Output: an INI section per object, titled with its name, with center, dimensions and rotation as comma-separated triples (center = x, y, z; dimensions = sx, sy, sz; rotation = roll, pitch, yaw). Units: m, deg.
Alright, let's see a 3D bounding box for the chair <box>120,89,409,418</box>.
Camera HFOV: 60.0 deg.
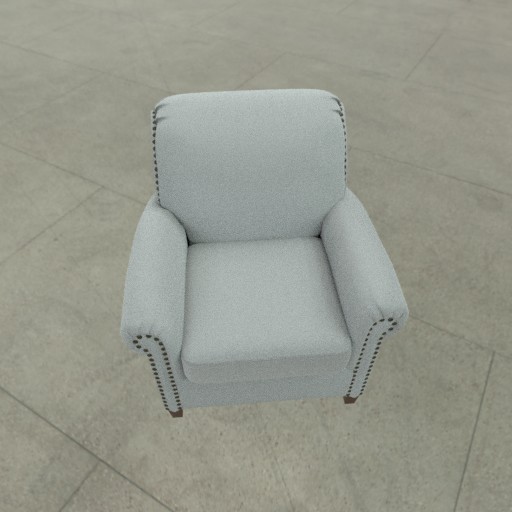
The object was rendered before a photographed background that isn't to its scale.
[chair]
center = 0.000, 0.000, 1.629
dimensions = 0.854, 0.927, 0.890
rotation = -3, 46, -3
